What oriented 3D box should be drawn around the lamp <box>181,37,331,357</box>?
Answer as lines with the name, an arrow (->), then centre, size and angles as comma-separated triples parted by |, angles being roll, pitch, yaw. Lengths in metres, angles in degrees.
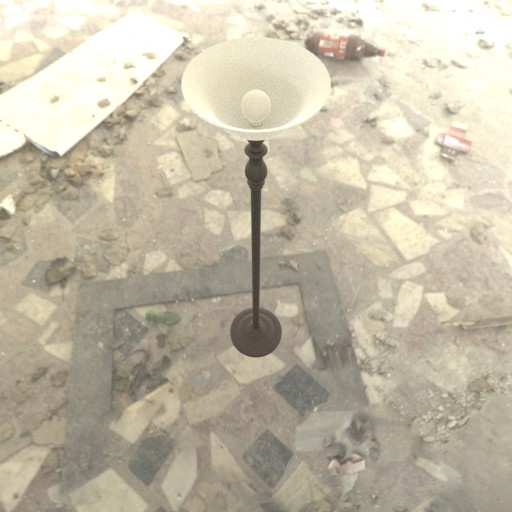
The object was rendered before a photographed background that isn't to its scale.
lamp -> 0.000, 0.000, 1.965 | 0.405, 1.797, 0.405 | -16, 59, -10
